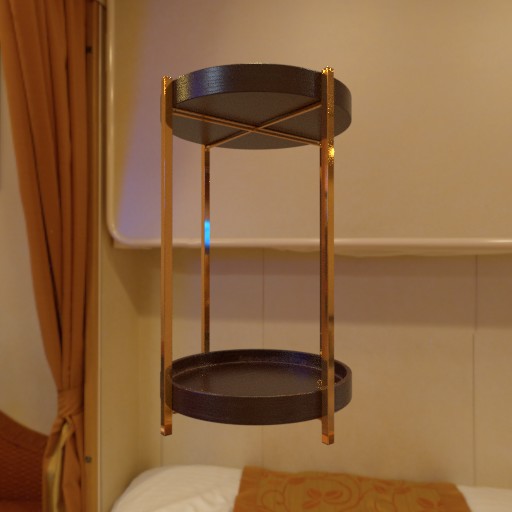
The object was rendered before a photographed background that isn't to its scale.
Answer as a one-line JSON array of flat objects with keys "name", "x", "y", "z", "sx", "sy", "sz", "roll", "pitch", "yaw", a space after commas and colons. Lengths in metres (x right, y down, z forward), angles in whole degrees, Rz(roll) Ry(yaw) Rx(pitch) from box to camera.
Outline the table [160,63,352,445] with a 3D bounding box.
[{"name": "table", "x": 0.000, "y": 0.000, "z": 0.876, "sx": 0.400, "sy": 0.610, "sz": 0.400, "roll": 0, "pitch": 0, "yaw": -37}]
